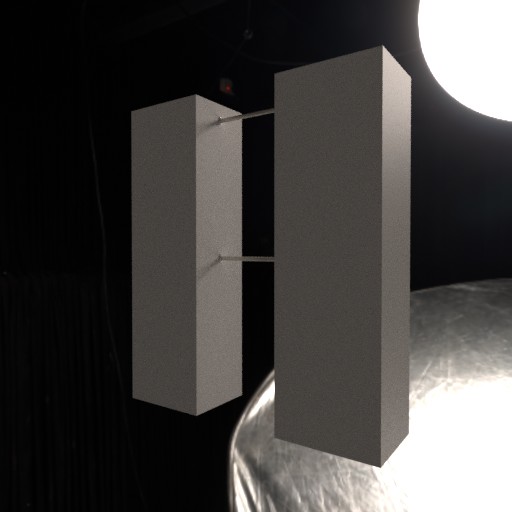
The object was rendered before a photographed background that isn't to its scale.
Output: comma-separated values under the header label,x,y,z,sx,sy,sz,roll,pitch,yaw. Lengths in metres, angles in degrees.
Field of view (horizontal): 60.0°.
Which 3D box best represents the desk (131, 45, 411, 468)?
label,x,y,z,sx,sy,sz,roll,pitch,yaw
desk,0.000,0.000,2.794,1.770,2.000,0.480,1,1,34
